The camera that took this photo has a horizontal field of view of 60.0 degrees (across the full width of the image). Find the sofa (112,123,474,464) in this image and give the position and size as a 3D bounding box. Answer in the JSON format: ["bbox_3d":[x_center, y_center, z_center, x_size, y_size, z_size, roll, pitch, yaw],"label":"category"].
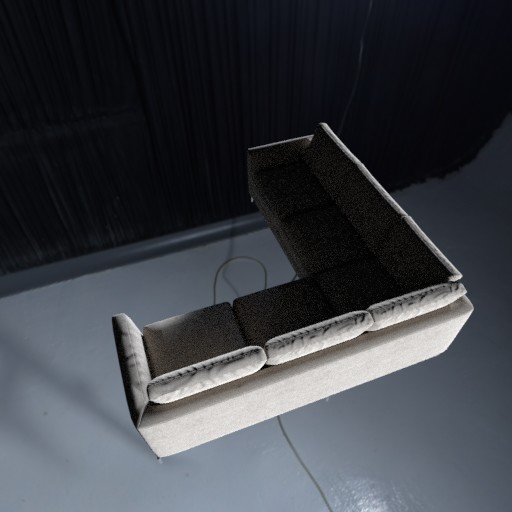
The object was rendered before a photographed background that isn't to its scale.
[{"bbox_3d":[0.000,0.000,3.731,2.438,0.864,2.438,-16,50,-14],"label":"sofa"}]
